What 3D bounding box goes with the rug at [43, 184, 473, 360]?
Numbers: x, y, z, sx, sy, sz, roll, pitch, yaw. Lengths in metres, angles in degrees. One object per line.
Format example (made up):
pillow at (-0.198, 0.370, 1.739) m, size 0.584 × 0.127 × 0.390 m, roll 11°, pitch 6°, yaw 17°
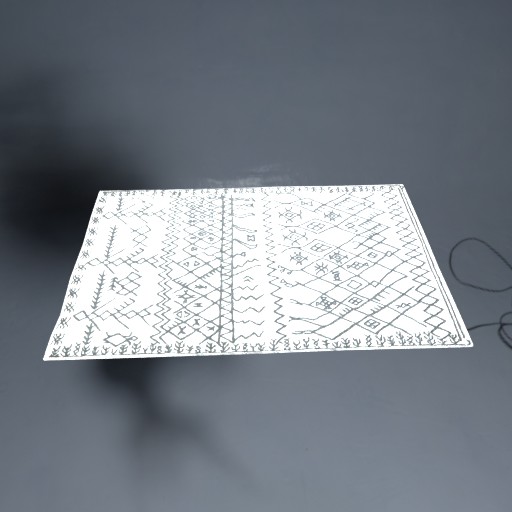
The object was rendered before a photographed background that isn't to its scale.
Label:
rug at (0.000, 0.000, 3.045) m, size 2.444 × 0.012 × 1.530 m, roll -2°, pitch 46°, yaw -1°
